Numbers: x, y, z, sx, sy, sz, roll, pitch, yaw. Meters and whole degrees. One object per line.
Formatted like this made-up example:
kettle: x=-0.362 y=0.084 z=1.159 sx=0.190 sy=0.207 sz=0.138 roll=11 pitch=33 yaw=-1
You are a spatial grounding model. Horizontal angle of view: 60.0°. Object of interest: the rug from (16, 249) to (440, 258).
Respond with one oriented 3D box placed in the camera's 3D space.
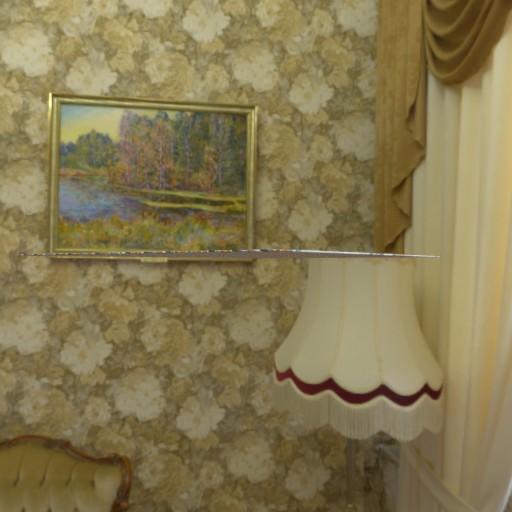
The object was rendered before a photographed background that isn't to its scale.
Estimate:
rug: x=0.000 y=0.000 z=3.984 sx=2.439 sy=0.010 sz=3.048 roll=-1 pitch=-1 yaw=36
